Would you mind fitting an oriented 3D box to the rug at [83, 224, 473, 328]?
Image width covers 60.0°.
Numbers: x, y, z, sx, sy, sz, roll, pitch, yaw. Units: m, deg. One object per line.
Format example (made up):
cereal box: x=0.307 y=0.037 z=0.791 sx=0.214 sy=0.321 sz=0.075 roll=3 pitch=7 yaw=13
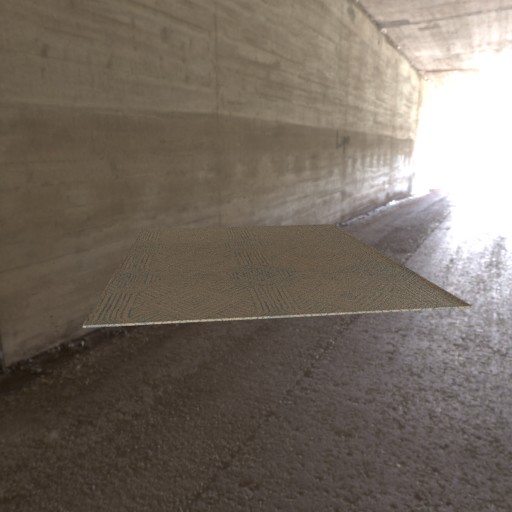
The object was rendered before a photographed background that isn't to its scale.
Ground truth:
rug: x=0.000 y=0.000 z=4.201 sx=2.457 sy=0.015 sz=3.049 roll=-2 pitch=14 yaw=-7
